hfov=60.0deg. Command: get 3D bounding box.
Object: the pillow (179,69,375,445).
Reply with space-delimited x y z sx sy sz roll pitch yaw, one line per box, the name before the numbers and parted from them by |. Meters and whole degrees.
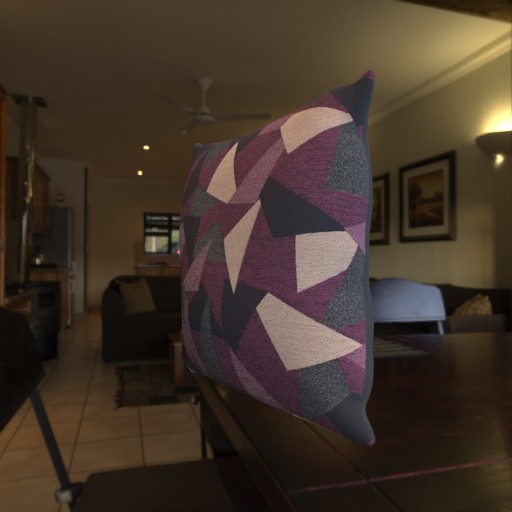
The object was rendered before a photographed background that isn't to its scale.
pillow | 0.000 0.000 0.769 0.208 0.496 0.503 1 -1 -36
